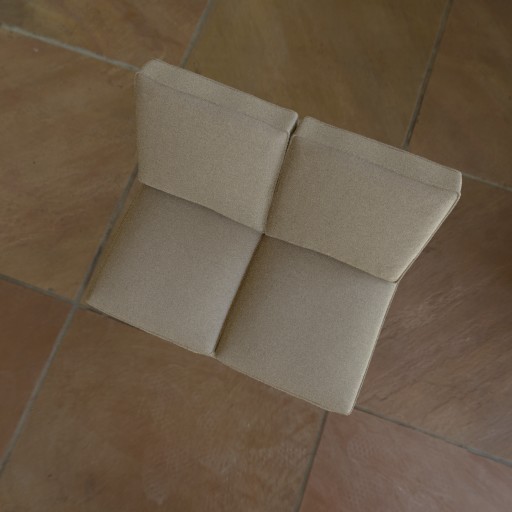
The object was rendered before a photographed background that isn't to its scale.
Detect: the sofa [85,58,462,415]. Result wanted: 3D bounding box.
[{"bbox_3d":[0.000,0.000,1.910,1.237,1.008,0.951,22,77,5],"label":"sofa"}]
